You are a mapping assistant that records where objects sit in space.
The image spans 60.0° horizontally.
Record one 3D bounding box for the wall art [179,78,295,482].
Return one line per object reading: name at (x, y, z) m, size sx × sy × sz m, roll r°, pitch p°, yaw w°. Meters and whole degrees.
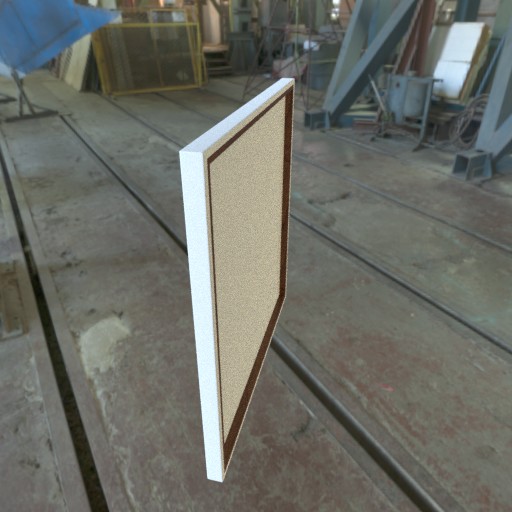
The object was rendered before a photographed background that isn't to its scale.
wall art at (0.000, 0.000, 1.138) m, size 0.037 × 0.757 × 0.757 m, roll 7°, pitch 30°, yaw 12°
